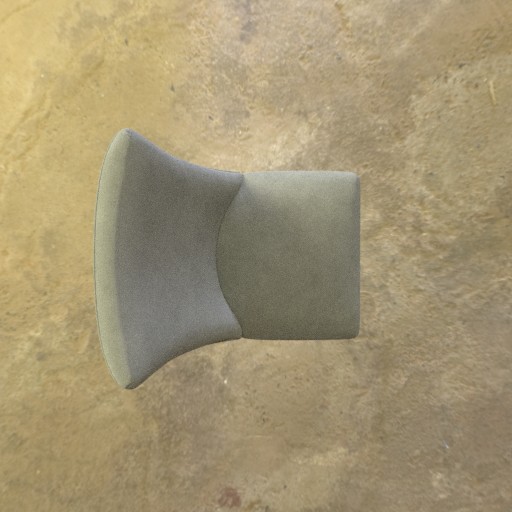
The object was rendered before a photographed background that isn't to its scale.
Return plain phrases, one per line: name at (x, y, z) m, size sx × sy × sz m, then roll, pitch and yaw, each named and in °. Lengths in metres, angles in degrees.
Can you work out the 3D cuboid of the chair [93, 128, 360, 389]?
chair at (0.000, 0.000, 1.241) m, size 0.610 × 0.902 × 0.495 m, roll 0°, pitch 91°, yaw -1°
